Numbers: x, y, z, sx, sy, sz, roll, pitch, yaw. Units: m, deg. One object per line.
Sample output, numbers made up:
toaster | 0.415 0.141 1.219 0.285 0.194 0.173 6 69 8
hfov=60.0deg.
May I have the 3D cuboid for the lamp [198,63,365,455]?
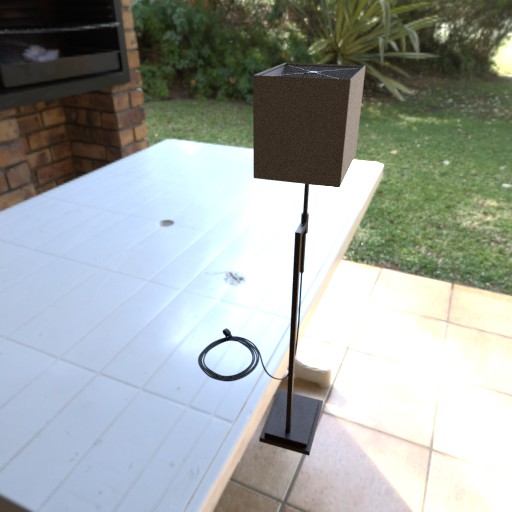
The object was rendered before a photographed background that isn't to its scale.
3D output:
lamp | 0.000 0.000 1.985 0.774 1.600 0.698 9 31 16
